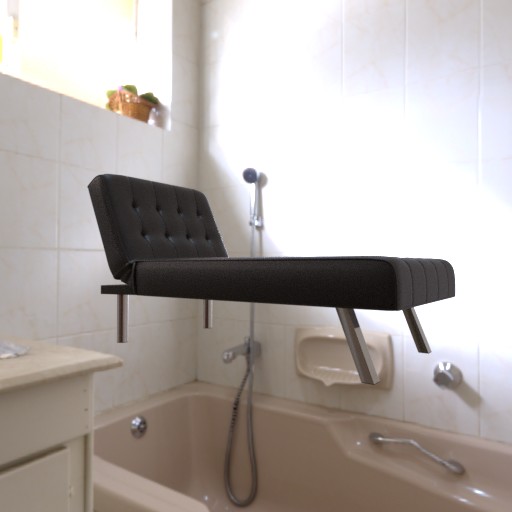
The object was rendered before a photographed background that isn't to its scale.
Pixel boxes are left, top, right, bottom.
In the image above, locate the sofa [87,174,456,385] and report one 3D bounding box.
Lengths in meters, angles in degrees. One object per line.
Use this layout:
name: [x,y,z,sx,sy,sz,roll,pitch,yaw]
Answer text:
sofa: [0.000,0.000,2.039,1.560,0.820,0.760,-1,-2,36]
